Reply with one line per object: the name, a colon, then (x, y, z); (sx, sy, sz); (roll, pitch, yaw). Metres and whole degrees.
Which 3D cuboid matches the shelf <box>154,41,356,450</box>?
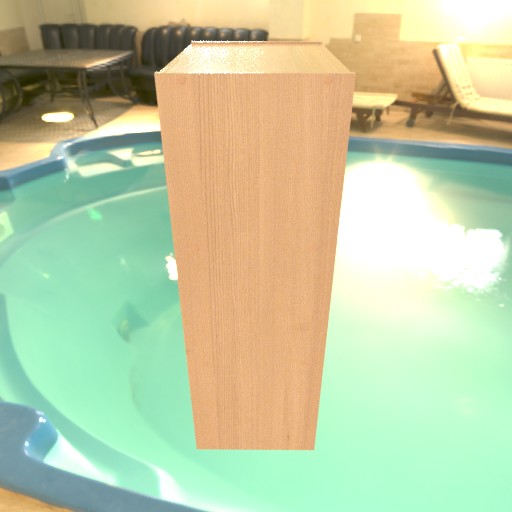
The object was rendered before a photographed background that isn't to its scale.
shelf: (0.000, 0.000, 1.048); (0.292, 0.876, 0.417); (0, 32, 0)
